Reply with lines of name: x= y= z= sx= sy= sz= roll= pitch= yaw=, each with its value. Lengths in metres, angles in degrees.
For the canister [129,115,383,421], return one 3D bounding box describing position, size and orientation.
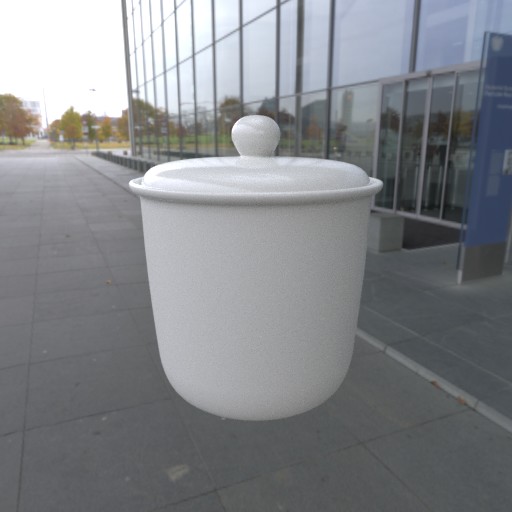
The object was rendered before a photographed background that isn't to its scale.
canister: x=0.000 y=0.000 z=0.343 sx=0.182 sy=0.208 sz=0.182 roll=0 pitch=15 yaw=0
